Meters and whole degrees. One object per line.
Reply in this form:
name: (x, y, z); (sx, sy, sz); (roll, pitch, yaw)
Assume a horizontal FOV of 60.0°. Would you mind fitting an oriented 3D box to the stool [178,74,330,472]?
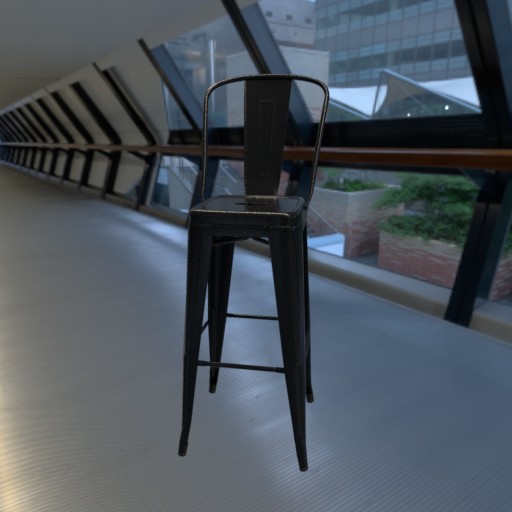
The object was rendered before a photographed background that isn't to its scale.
stool: (0.000, 0.000, 1.357); (0.399, 1.096, 0.513); (3, 16, 9)
